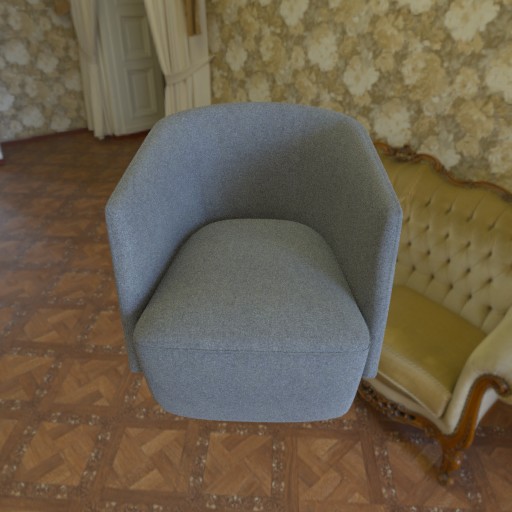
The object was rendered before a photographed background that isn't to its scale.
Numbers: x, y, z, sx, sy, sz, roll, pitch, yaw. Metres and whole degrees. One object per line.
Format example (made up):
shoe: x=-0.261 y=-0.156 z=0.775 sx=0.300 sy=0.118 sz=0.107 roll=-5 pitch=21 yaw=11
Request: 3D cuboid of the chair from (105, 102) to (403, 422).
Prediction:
chair: x=0.000 y=0.000 z=1.567 sx=0.822 sy=0.861 sz=0.986 roll=1 pitch=31 yaw=2
